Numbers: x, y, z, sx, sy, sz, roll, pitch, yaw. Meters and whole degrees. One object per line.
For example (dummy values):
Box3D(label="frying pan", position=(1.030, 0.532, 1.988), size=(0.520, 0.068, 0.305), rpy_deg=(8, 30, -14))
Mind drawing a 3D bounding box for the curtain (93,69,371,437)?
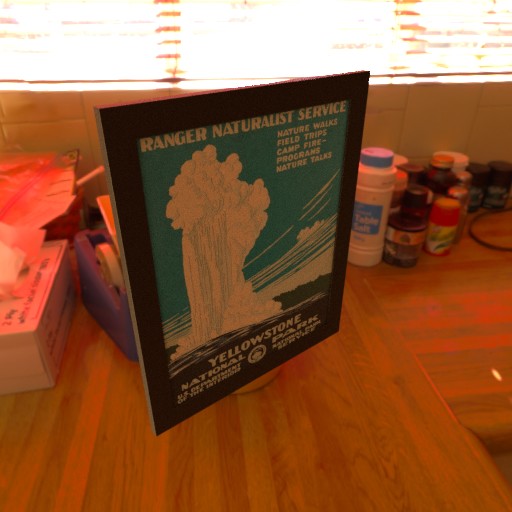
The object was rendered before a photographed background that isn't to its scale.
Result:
Box3D(label="curtain", position=(0.000, 0.000, 0.801), size=(0.483, 0.585, 0.027), rpy_deg=(-21, 37, -32))
